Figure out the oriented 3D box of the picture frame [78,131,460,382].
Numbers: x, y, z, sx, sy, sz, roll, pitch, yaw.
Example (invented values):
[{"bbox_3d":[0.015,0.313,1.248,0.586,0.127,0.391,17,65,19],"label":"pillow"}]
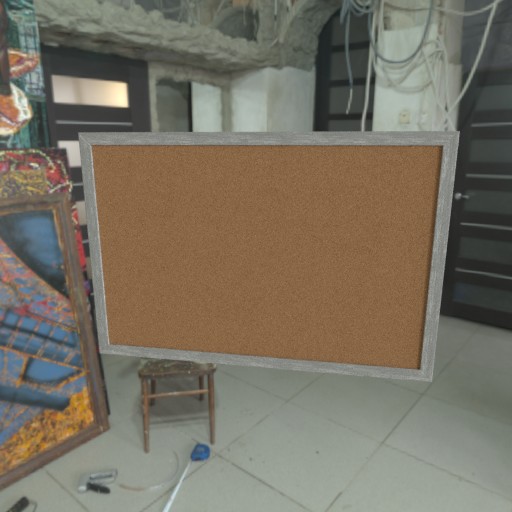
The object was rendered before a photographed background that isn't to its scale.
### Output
[{"bbox_3d":[0.000,0.000,1.187,0.950,0.640,0.029,3,15,10],"label":"picture frame"}]
